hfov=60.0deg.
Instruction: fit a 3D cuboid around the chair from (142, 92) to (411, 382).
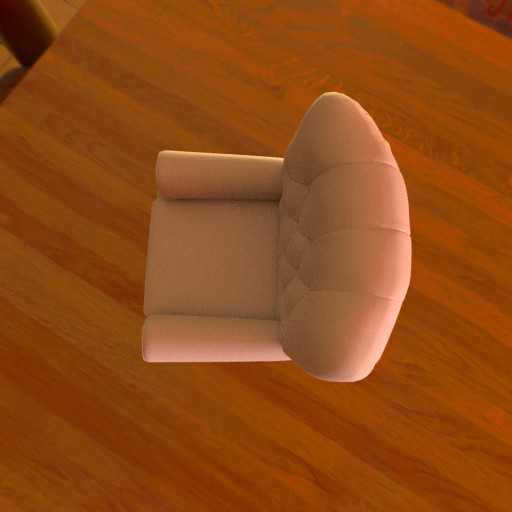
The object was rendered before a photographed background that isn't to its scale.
[{"bbox_3d":[0.000,0.000,2.122,1.128,1.217,1.090,2,77,0],"label":"chair"}]
